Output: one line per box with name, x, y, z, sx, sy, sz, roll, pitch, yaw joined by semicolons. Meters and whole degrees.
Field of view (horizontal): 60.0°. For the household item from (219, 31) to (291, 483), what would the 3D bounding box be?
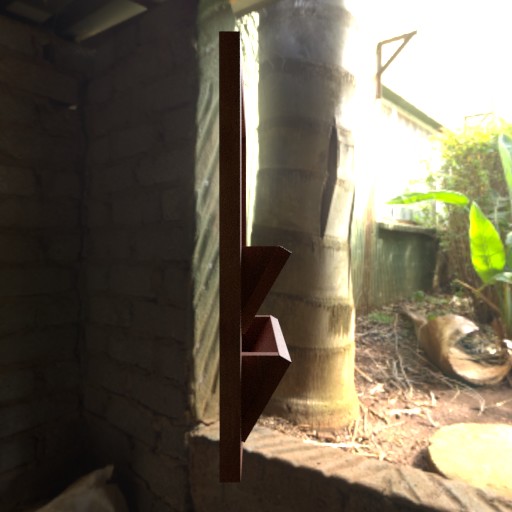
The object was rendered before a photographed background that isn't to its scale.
household item;0.000;0.000;0.553;0.067;0.407;0.310;0;1;0
